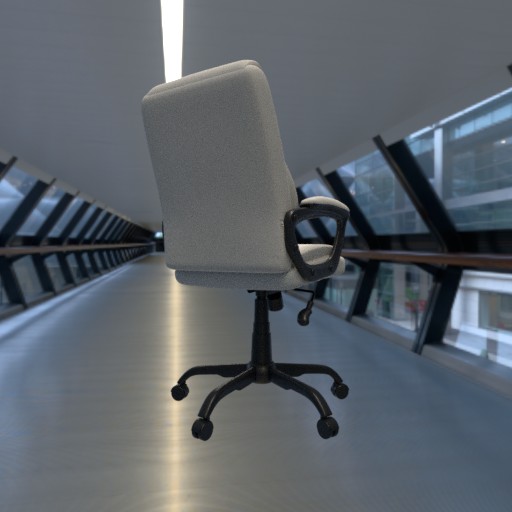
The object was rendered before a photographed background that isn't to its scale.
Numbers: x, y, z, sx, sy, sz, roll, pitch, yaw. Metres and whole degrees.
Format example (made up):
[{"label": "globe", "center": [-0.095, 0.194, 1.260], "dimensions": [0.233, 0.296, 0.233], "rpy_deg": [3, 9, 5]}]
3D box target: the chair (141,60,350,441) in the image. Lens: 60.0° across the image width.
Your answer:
[{"label": "chair", "center": [0.000, 0.000, 1.519], "dimensions": [0.663, 1.065, 0.669], "rpy_deg": [0, 1, 34]}]
